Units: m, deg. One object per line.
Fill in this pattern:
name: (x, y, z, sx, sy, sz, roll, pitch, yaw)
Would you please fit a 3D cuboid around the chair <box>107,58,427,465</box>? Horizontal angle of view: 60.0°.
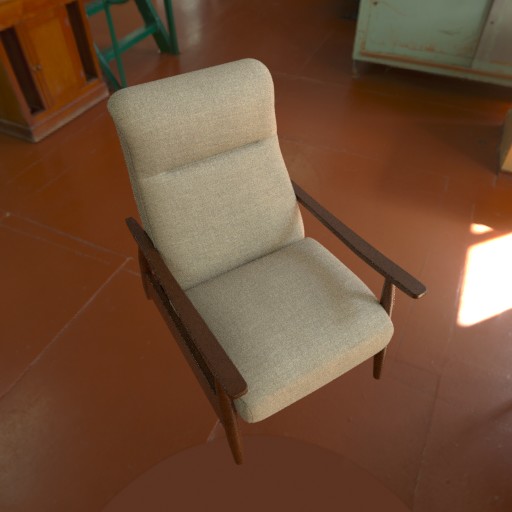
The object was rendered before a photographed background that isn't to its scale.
chair: (0.000, 0.000, 1.723, 0.762, 1.082, 1.014, -23, 51, -21)
